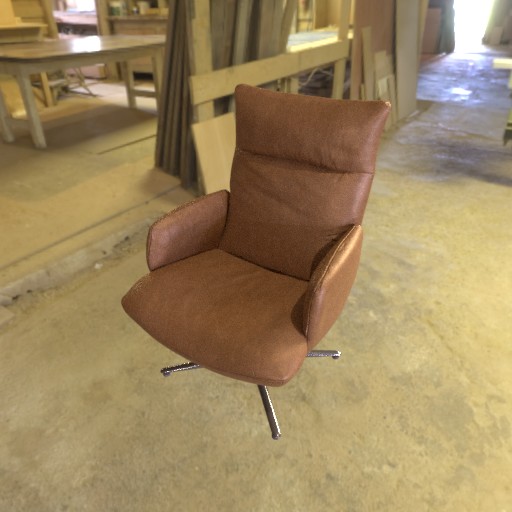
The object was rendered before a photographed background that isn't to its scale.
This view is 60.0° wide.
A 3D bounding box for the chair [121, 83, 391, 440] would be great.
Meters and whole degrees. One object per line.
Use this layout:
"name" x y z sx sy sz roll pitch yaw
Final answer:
"chair" 0.000 0.000 1.585 0.711 1.027 0.794 19 35 29
